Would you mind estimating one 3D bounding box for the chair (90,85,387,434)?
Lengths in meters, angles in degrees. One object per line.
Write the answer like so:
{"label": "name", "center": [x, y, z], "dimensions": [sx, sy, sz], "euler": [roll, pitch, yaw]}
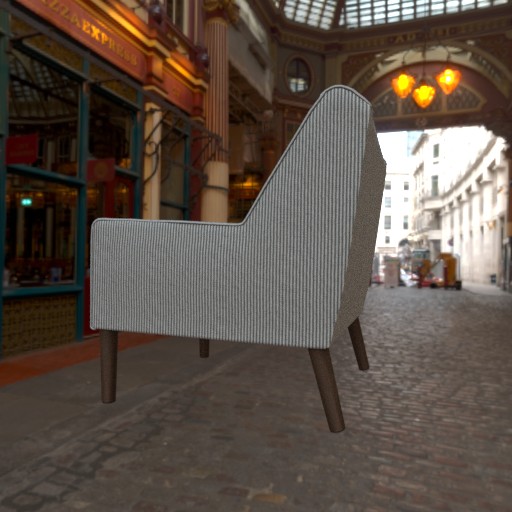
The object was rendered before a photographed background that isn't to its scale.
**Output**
{"label": "chair", "center": [0.000, 0.000, 1.360], "dimensions": [0.743, 0.792, 0.663], "euler": [0, 0, 19]}
